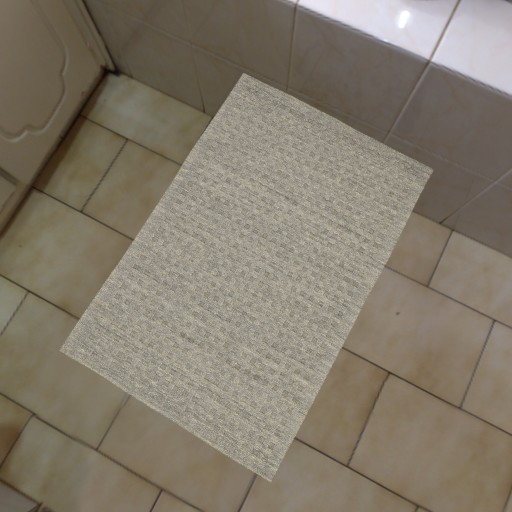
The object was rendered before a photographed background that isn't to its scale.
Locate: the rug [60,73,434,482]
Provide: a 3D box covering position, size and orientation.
[{"bbox_3d":[0.000,0.000,2.925,1.532,0.018,2.297,29,79,6],"label":"rug"}]
